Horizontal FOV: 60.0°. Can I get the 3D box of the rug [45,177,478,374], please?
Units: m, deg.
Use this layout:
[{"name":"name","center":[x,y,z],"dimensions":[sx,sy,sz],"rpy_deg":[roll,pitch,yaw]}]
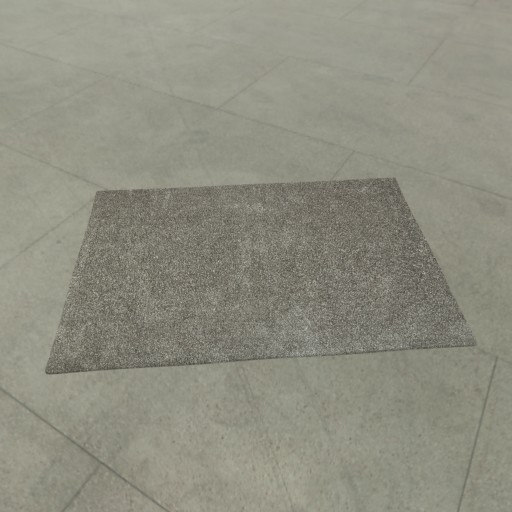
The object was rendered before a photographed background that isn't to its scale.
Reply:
[{"name":"rug","center":[0.000,0.000,3.380],"dimensions":[2.699,0.026,1.802],"rpy_deg":[-3,46,-3]}]
